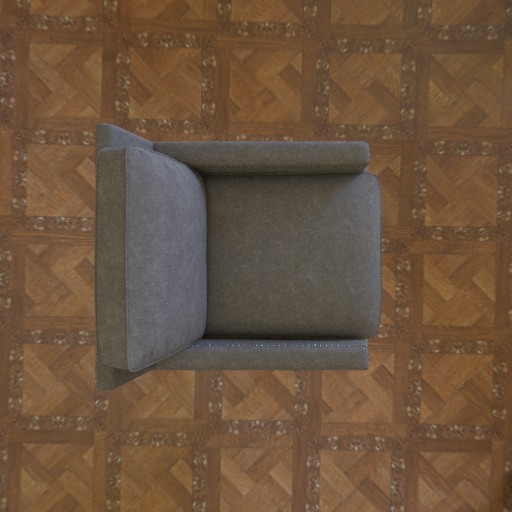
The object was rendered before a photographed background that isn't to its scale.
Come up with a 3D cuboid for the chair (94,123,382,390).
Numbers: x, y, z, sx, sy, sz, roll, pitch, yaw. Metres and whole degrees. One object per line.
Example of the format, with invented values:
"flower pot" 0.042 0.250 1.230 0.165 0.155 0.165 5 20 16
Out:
"chair" 0.000 0.000 1.720 1.014 0.948 0.853 0 91 0
